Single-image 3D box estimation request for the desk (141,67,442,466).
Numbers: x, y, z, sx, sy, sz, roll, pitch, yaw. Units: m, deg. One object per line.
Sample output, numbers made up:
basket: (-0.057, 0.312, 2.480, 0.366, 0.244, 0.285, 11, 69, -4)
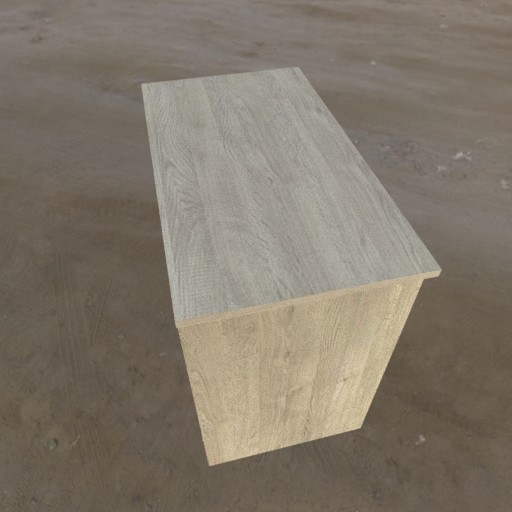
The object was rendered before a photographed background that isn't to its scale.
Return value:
desk: (0.000, 0.000, 1.348, 0.498, 0.724, 0.893, -10, 48, -9)
